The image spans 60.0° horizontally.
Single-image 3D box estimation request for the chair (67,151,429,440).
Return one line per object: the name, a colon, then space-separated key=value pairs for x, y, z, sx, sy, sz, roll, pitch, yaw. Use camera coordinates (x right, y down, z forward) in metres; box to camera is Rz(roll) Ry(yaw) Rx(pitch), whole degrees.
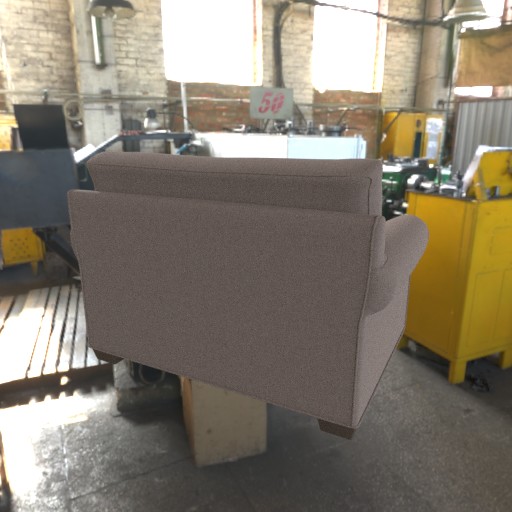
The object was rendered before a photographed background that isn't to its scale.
chair: x=0.000 y=0.000 z=2.011 sx=1.390 sy=0.930 sz=0.930 roll=8 pitch=18 yaw=27
